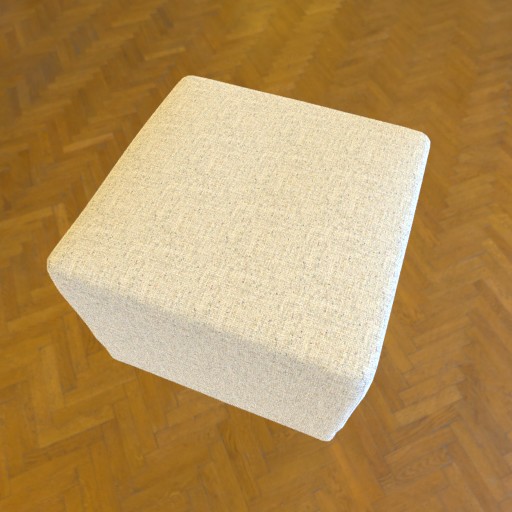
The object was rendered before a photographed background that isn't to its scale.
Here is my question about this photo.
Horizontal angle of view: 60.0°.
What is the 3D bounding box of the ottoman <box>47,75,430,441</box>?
[{"bbox_3d":[0.000,0.000,0.905,0.521,0.453,0.512,18,59,11],"label":"ottoman"}]
